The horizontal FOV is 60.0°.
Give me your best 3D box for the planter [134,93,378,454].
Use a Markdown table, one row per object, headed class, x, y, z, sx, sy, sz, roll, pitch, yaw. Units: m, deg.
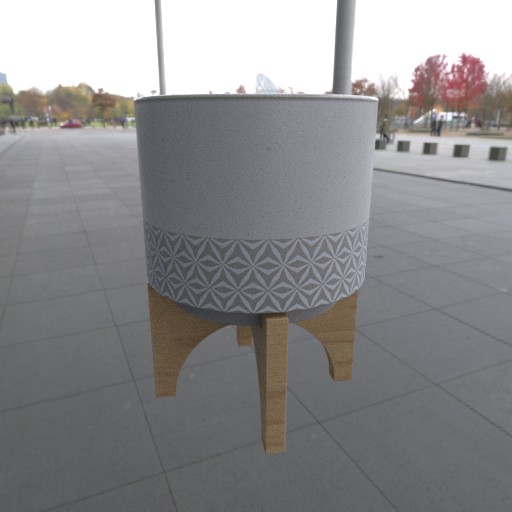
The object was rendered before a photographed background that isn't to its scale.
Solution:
| class | x | y | z | sx | sy | sz | roll | pitch | yaw |
| --- | --- | --- | --- | --- | --- | --- | --- | --- | --- |
| planter | 0.000 | 0.000 | 0.515 | 0.249 | 0.343 | 0.249 | 0 | 17 | 0 |
